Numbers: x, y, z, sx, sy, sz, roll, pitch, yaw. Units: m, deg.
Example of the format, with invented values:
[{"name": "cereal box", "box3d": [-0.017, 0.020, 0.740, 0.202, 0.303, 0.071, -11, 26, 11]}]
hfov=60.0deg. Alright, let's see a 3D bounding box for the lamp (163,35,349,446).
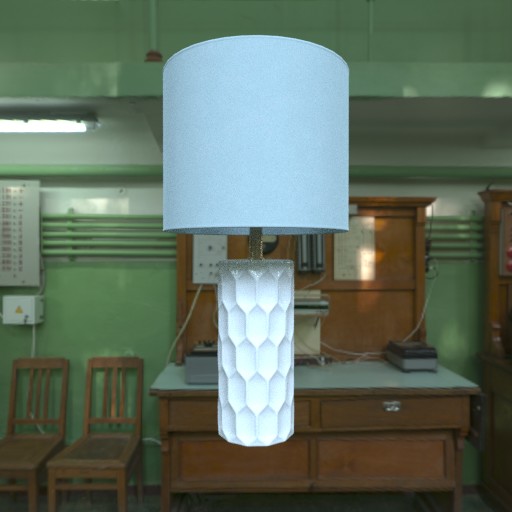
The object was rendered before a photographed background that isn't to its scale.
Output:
[{"name": "lamp", "box3d": [0.000, 0.000, 0.674, 0.277, 0.534, 0.277, 0, 1, -2]}]
